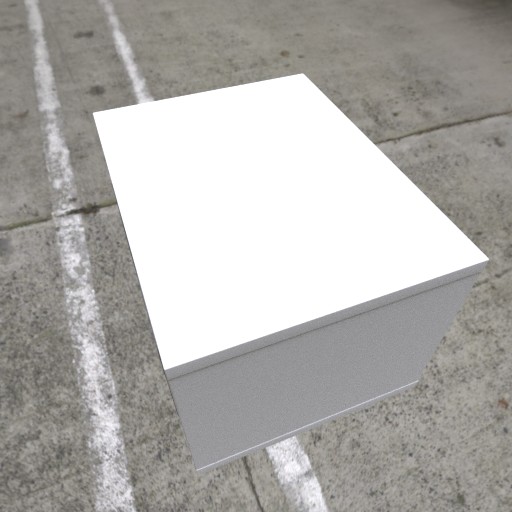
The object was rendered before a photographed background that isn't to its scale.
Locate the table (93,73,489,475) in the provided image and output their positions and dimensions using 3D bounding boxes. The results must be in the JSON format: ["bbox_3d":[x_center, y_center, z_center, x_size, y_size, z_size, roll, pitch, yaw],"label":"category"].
[{"bbox_3d":[0.000,0.000,0.776,0.399,0.357,0.517,-16,50,-14],"label":"table"}]
